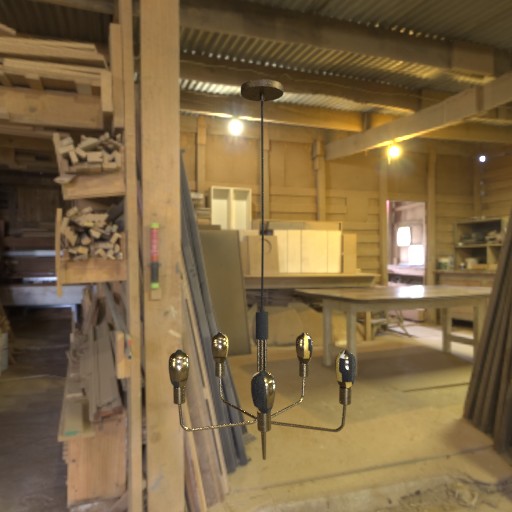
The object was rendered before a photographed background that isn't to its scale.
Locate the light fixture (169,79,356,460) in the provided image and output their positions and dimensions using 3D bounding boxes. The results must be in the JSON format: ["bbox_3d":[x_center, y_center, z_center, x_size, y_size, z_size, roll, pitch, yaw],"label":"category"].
[{"bbox_3d":[0.000,0.000,1.374,0.532,1.059,0.588,0,0,-17],"label":"light fixture"}]
